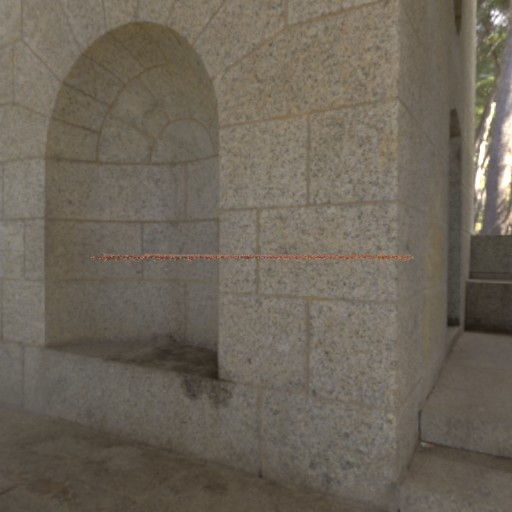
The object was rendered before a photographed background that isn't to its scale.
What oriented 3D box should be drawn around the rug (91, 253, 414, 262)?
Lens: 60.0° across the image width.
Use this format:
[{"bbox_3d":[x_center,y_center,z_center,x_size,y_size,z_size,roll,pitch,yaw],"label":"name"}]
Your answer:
[{"bbox_3d":[0.000,0.000,3.221,1.778,0.048,2.450,0,1,1],"label":"rug"}]
